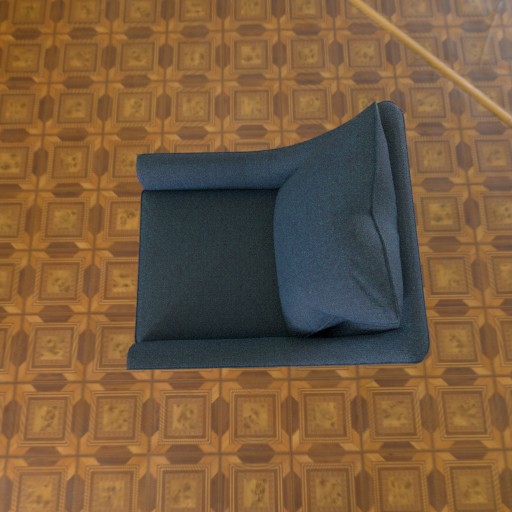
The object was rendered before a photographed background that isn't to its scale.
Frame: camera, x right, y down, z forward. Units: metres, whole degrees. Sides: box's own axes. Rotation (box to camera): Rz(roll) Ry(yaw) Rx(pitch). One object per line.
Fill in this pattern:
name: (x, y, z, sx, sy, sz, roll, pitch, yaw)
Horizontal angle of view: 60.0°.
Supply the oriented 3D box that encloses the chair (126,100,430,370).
chair: (0.000, 0.000, 1.537, 0.870, 0.939, 0.750, -1, 76, 0)
